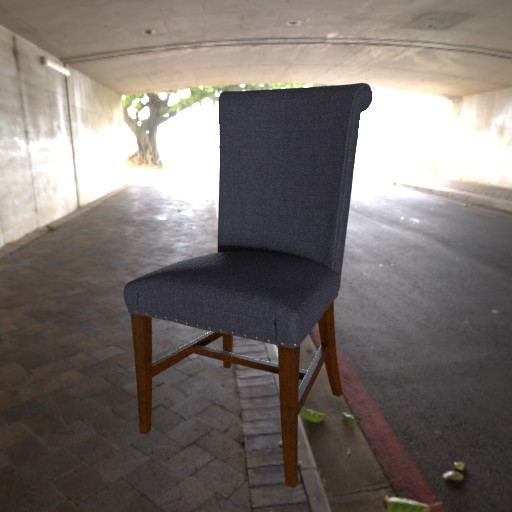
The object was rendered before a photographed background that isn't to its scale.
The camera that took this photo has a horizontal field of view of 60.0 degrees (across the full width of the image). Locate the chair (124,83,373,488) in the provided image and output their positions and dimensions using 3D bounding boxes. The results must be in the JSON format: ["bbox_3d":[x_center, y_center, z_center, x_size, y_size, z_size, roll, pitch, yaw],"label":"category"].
[{"bbox_3d":[0.000,0.000,1.309,0.513,0.988,0.608,7,16,26],"label":"chair"}]
